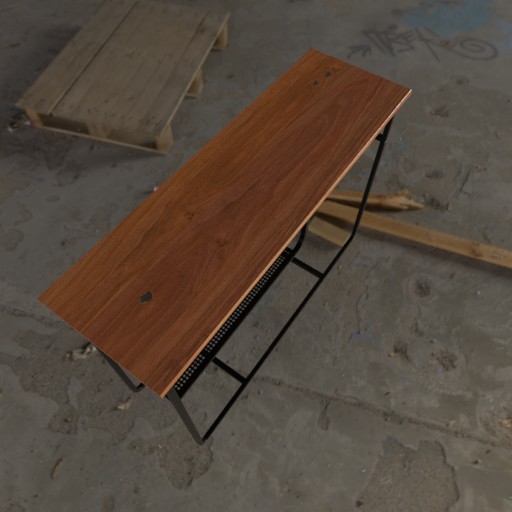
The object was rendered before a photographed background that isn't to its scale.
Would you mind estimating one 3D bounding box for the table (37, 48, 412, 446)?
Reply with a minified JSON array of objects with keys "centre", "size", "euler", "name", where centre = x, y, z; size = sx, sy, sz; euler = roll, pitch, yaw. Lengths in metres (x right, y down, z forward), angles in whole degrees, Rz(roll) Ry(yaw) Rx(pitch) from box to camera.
[{"centre":[0.000,0.000,1.436],"size":[0.350,0.750,1.100],"euler":[31,63,18],"name":"table"}]
